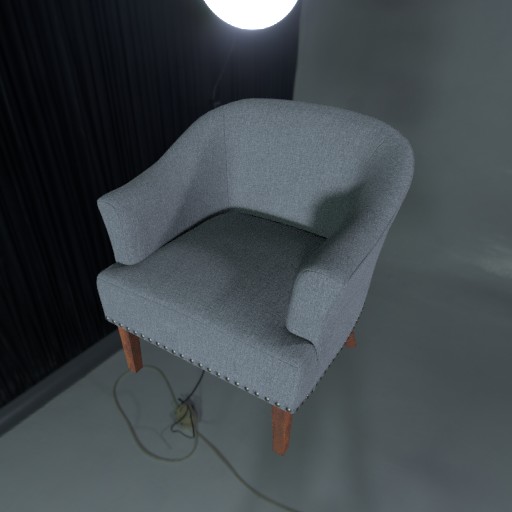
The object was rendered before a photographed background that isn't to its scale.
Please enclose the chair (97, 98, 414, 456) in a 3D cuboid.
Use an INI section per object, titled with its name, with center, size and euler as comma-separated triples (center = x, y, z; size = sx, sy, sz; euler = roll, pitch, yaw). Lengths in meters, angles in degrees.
[chair]
center = 0.000, 0.000, 1.405
size = 0.798, 0.815, 0.704
euler = 19, 36, 27
